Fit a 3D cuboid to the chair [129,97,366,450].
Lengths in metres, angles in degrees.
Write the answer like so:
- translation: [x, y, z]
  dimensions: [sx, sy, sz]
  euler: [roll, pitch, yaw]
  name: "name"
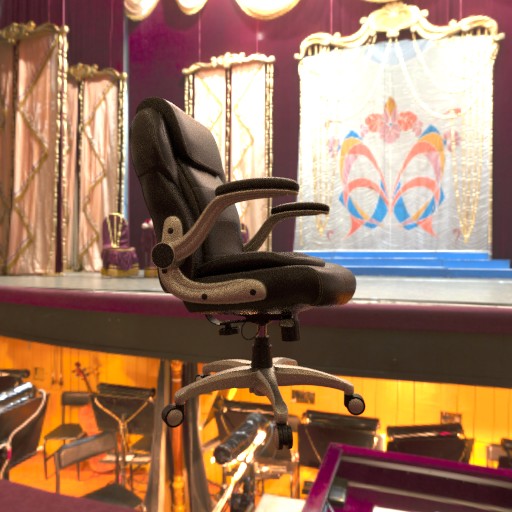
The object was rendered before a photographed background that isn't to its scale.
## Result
- translation: [0.000, 0.000, 1.672]
  dimensions: [0.801, 1.141, 0.724]
  euler: [0, 0, 17]
  name: "chair"
